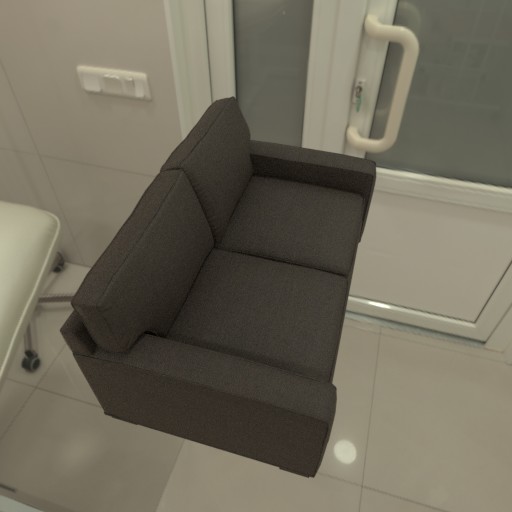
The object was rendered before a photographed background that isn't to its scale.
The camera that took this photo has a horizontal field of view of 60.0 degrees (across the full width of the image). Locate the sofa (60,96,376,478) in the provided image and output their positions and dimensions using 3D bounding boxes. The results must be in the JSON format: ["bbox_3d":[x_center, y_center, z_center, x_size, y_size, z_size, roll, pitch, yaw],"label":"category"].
[{"bbox_3d":[0.000,0.000,2.107,0.974,0.887,1.534,12,47,11],"label":"sofa"}]
